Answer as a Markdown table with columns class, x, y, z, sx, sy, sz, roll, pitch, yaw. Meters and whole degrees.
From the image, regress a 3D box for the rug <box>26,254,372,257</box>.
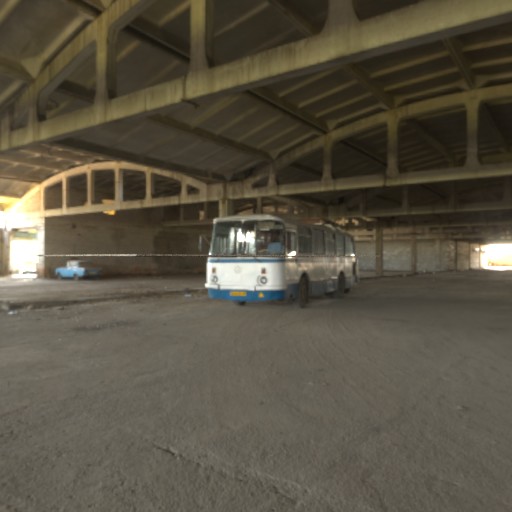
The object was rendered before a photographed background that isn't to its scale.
| class | x | y | z | sx | sy | sz | roll | pitch | yaw |
| --- | --- | --- | --- | --- | --- | --- | --- | --- | --- |
| rug | 0.000 | 0.000 | 2.701 | 0.706 | 0.009 | 2.443 | 0 | 0 | 35 |
